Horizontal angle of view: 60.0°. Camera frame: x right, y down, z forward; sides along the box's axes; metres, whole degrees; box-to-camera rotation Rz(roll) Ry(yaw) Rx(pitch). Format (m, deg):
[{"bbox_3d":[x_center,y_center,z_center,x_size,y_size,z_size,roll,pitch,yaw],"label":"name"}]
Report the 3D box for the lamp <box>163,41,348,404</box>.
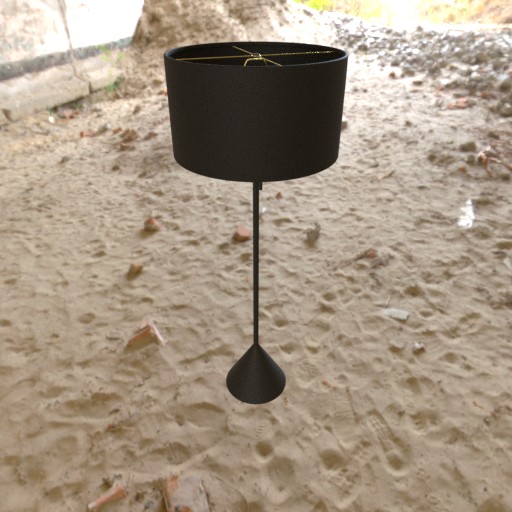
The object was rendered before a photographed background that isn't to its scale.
[{"bbox_3d":[0.000,0.000,1.809,0.580,1.526,0.580,-11,33,-16],"label":"lamp"}]
